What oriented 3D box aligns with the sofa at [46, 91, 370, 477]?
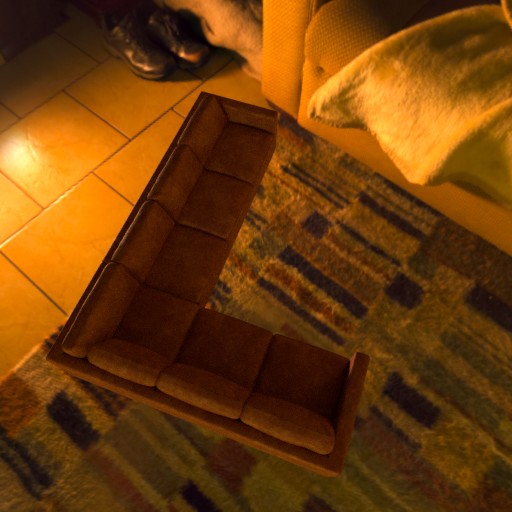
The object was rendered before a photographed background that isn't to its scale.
[{"bbox_3d":[0.000,0.000,4.245,2.438,0.838,3.150,18,65,9],"label":"sofa"}]
